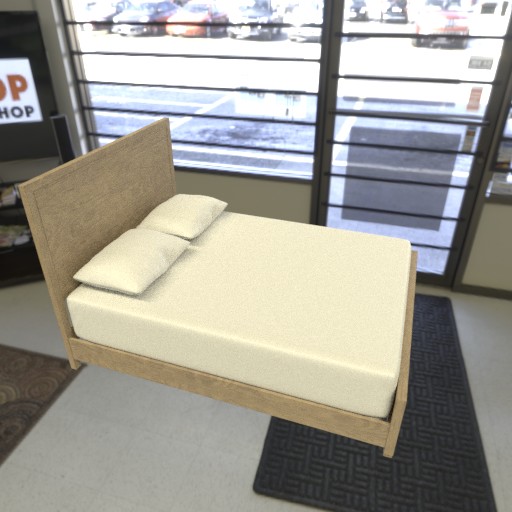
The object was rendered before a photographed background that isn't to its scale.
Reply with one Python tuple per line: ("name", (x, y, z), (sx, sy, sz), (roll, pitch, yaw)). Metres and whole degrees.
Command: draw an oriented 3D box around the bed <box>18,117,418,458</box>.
("bed", (0.000, 0.000, 3.107), (2.189, 1.369, 1.606), (10, 32, 16))
